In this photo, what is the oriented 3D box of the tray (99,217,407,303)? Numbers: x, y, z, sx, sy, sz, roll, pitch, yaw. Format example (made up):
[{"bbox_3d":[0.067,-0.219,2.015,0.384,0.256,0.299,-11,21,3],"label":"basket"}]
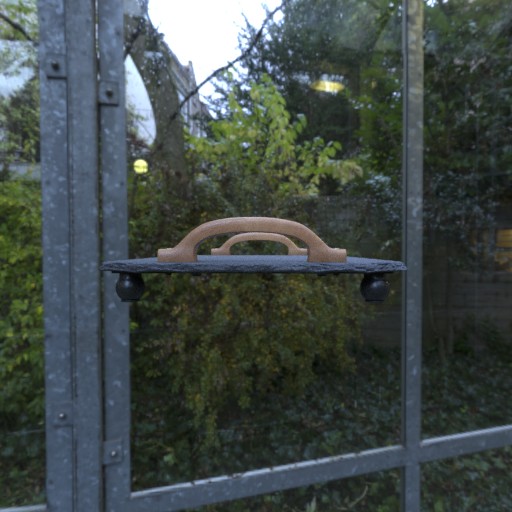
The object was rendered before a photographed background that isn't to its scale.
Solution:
[{"bbox_3d":[0.000,0.000,0.481,0.231,0.062,0.387,0,1,1],"label":"tray"}]
